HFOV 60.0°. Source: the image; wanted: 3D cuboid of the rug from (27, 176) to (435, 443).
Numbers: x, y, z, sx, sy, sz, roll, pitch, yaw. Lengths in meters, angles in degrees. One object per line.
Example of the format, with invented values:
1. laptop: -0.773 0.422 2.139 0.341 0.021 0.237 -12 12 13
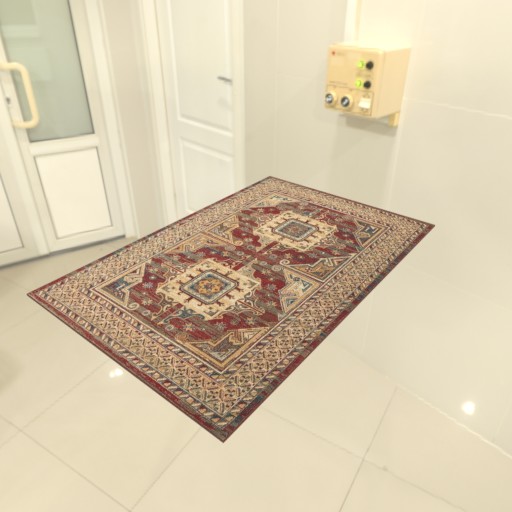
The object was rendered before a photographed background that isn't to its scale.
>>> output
1. rug: 0.000 0.000 5.763 3.033 0.033 4.578 23 39 32
